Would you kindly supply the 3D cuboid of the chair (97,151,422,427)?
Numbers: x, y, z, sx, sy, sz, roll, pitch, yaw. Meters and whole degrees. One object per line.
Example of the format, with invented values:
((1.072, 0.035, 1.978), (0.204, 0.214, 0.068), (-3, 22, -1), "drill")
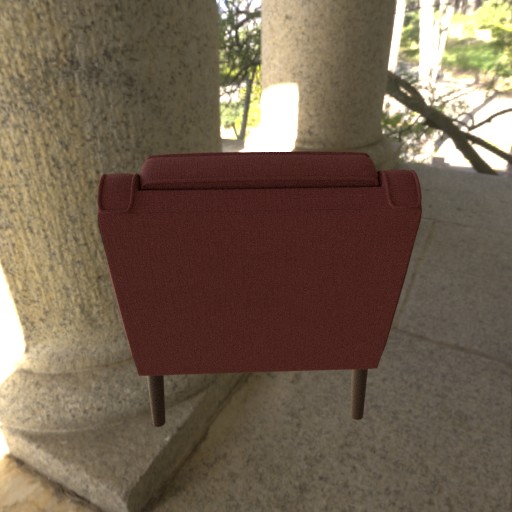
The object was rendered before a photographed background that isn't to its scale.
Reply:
((0.000, 0.000, 1.385), (0.680, 0.812, 0.770), (-1, 30, -2), "chair")
